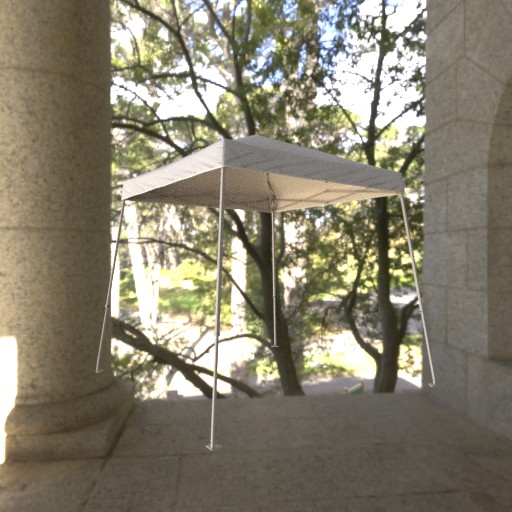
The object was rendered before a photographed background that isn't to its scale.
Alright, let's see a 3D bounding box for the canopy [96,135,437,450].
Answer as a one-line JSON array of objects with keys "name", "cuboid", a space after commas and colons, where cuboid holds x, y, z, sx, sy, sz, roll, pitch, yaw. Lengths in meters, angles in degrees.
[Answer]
[{"name": "canopy", "cuboid": [0.000, 0.000, 6.563, 3.600, 3.600, 3.599, 1, -1, -36]}]
